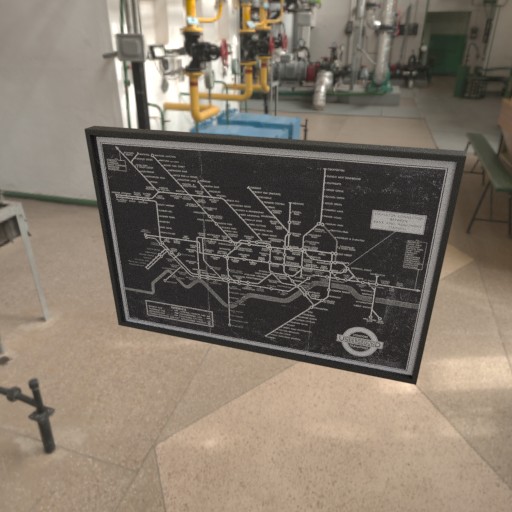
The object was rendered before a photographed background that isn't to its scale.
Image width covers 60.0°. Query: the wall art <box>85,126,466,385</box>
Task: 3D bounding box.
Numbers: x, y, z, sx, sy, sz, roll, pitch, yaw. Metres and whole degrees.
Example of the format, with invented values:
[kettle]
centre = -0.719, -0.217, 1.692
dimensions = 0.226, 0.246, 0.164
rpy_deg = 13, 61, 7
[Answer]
[wall art]
centre = 0.000, 0.000, 0.575
dimensions = 0.443, 0.301, 0.021
rpy_deg = 8, 28, 15
